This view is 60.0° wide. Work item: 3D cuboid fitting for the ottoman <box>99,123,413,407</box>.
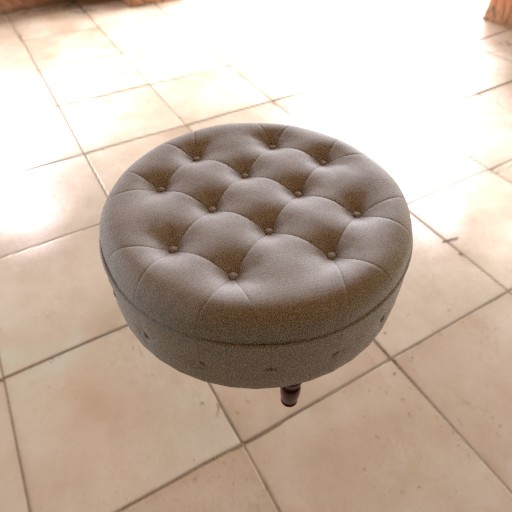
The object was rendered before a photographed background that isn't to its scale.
[{"bbox_3d":[0.000,0.000,1.352,0.849,0.478,0.849,0,47,0],"label":"ottoman"}]
